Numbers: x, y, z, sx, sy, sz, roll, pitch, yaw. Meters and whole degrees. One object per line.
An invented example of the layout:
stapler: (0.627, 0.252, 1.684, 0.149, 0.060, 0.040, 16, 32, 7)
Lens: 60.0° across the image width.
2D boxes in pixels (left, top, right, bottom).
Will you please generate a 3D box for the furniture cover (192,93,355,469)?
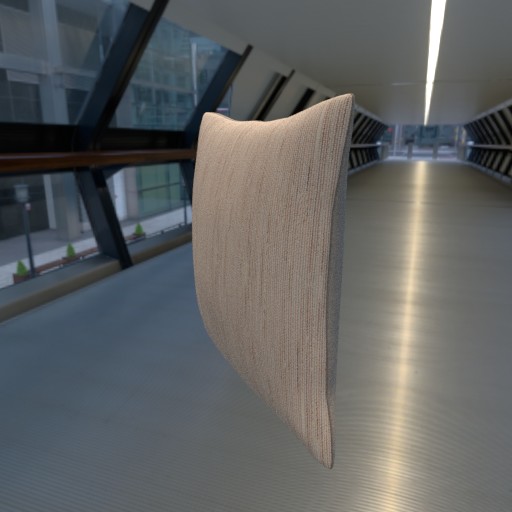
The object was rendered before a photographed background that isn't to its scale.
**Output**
furniture cover: (0.000, 0.000, 0.785, 0.178, 0.506, 0.512, -7, 17, -25)
